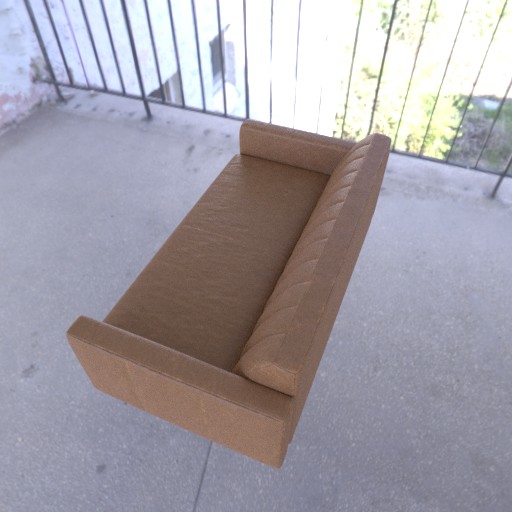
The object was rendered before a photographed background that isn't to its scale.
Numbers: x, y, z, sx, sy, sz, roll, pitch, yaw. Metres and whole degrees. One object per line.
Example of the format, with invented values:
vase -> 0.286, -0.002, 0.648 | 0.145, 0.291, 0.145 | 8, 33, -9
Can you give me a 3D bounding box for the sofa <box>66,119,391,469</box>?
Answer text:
sofa -> 0.000, 0.000, 2.402 | 0.993, 0.821, 1.847 | 17, 49, 15
